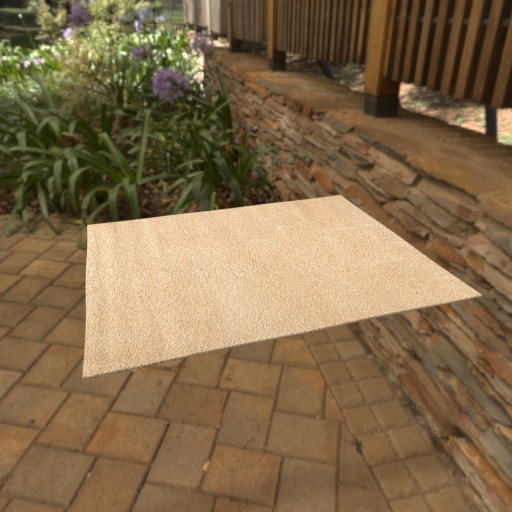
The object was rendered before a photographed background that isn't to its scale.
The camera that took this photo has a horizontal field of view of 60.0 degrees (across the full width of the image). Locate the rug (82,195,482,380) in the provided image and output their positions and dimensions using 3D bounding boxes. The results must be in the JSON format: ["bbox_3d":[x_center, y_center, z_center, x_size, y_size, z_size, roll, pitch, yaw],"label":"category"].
[{"bbox_3d":[0.000,0.000,4.122,3.000,0.025,2.400,-9,29,-16],"label":"rug"}]
